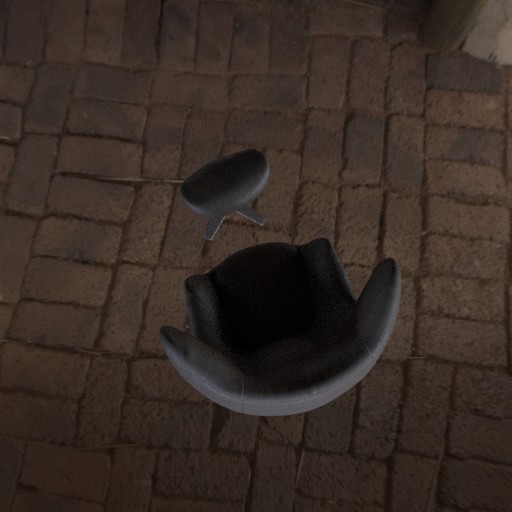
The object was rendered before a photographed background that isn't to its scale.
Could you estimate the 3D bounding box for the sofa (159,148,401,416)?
[{"bbox_3d":[0.000,0.000,2.139,0.894,1.135,1.444,-17,77,-4],"label":"sofa"}]
